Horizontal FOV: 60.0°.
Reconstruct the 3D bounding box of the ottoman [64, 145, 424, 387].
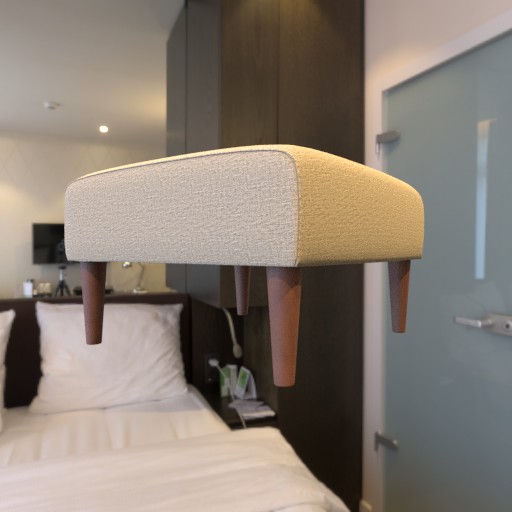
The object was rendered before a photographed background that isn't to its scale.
[{"bbox_3d":[0.000,0.000,1.082,0.649,0.398,0.650,1,1,36],"label":"ottoman"}]
